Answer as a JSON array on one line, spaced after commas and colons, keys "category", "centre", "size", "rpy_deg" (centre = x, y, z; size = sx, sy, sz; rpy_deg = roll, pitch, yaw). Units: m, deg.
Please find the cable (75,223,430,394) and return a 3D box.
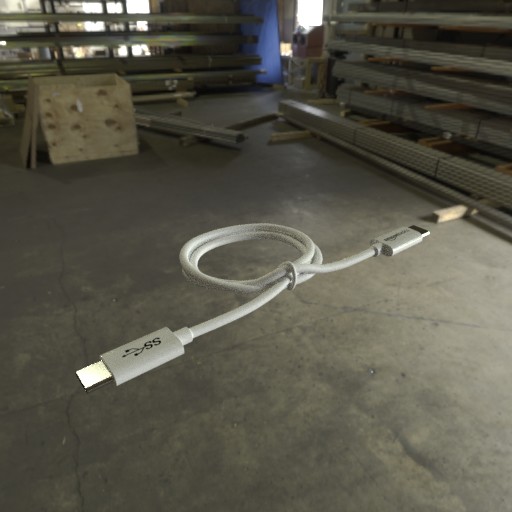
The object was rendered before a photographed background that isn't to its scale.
[{"category": "cable", "centre": [0.000, 0.000, 0.210], "size": [0.186, 0.014, 0.070], "rpy_deg": [-21, 35, -33]}]
